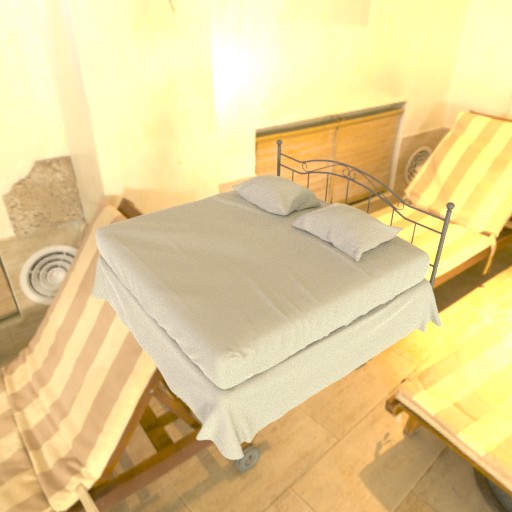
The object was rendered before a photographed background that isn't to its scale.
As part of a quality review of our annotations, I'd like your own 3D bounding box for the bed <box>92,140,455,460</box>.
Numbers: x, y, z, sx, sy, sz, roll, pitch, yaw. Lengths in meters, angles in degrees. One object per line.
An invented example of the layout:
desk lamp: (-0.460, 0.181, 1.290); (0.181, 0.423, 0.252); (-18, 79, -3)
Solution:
bed: (0.000, 0.000, 3.636); (2.220, 1.080, 2.309); (-21, 37, -31)
